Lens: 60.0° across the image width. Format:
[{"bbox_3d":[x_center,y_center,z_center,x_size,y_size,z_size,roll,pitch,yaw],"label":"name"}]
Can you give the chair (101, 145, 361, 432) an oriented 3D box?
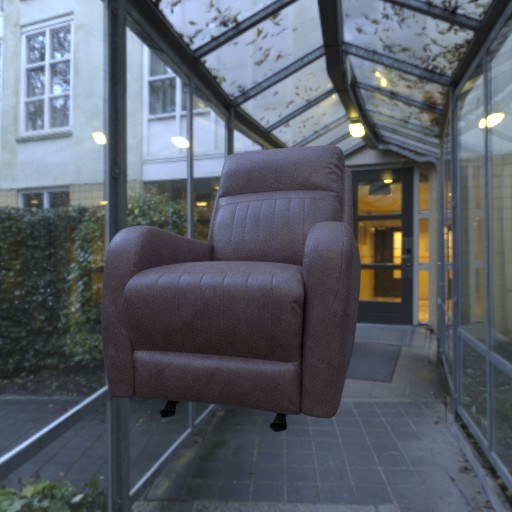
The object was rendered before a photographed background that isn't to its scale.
[{"bbox_3d":[0.000,0.000,1.844,0.865,1.067,1.067,0,0,17],"label":"chair"}]
